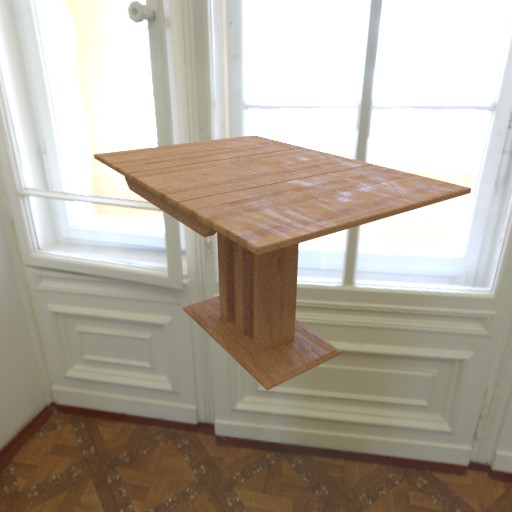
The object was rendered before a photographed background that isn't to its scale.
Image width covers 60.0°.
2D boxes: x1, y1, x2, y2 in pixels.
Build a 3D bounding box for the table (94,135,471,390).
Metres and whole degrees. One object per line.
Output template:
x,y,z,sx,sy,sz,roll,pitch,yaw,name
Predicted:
0.000,0.000,1.933,0.900,0.770,1.300,-16,29,-31,table
